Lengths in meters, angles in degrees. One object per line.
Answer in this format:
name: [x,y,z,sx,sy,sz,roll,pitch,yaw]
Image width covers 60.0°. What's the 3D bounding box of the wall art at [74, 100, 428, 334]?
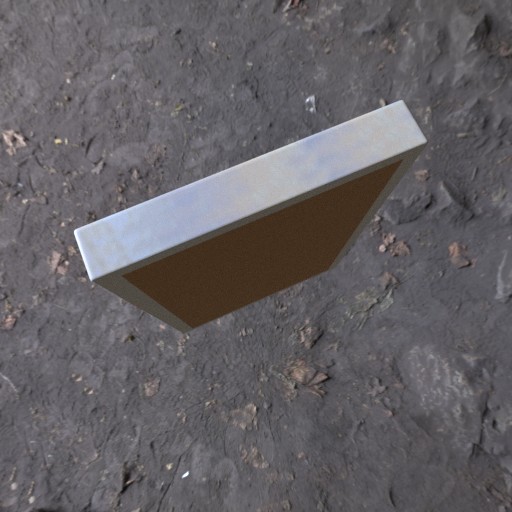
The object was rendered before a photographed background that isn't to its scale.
wall art: [0.000,0.000,0.488,0.251,0.380,0.039,-23,76,-6]
